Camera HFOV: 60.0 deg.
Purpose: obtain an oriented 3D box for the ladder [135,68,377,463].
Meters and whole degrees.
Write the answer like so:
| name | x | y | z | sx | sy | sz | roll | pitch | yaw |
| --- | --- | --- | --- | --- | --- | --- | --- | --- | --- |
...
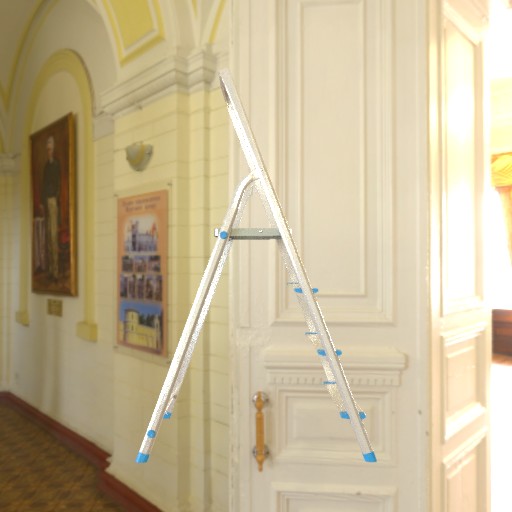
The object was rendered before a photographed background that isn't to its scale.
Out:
| name | x | y | z | sx | sy | sz | roll | pitch | yaw |
| --- | --- | --- | --- | --- | --- | --- | --- | --- | --- |
| ladder | 0.000 | 0.000 | 1.762 | 0.842 | 1.434 | 0.445 | 0 | 0 | 0 |
